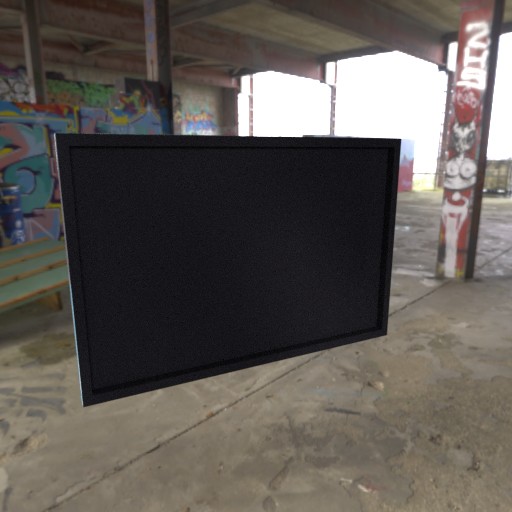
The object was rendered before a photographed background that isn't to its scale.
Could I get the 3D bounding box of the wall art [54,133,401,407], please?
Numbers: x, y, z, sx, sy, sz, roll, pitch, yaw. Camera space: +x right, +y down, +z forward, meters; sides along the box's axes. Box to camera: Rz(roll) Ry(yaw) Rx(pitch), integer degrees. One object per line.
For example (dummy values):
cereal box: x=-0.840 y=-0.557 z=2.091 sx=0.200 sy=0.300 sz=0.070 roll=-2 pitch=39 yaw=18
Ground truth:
wall art: x=0.000 y=0.000 z=0.779 sx=0.609 sy=0.406 sz=0.033 roll=-7 pitch=15 yaw=-26
